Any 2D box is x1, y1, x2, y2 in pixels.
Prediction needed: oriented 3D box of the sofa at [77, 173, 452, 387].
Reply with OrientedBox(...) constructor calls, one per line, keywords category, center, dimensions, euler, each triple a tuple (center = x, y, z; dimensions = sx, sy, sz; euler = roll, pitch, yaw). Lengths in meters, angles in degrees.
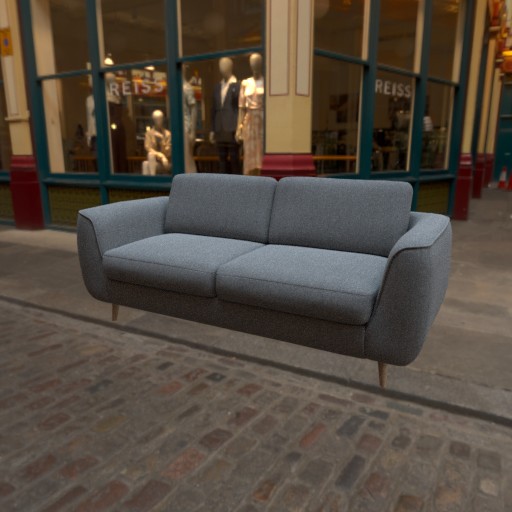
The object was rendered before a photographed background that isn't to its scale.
OrientedBox(category="sofa", center=(0.000, 0.000, 2.519), dimensions=(2.000, 0.870, 0.920), euler=(7, 16, 27))
